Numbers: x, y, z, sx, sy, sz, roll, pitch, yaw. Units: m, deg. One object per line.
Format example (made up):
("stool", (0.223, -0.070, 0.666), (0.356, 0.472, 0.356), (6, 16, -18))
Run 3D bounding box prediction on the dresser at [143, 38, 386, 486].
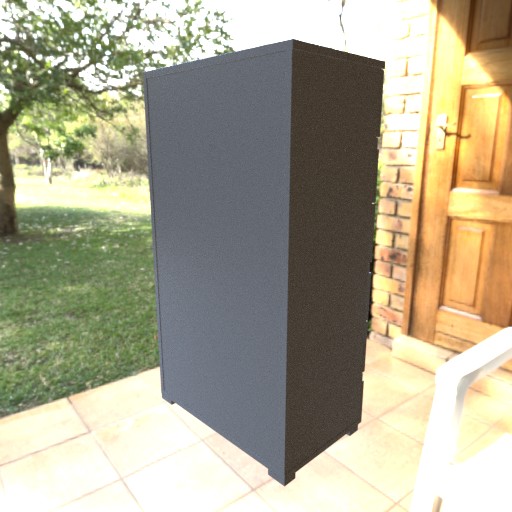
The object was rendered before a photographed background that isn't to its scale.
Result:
("dresser", (0.000, 0.000, 1.498), (0.400, 1.190, 0.650), (-13, 19, -43))
